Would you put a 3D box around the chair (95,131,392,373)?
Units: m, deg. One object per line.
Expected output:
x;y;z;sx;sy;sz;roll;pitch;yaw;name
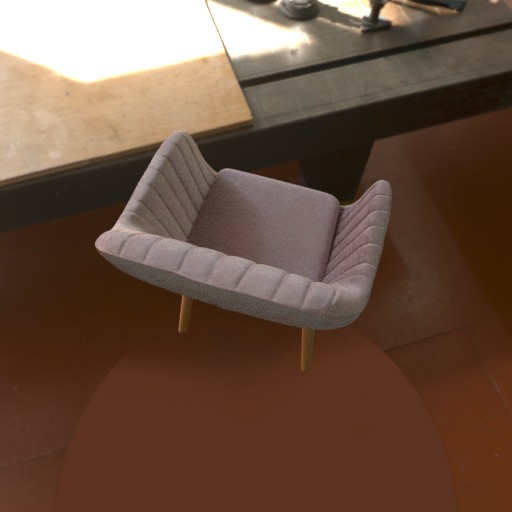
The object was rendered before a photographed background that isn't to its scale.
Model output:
0.000;0.000;1.232;0.610;0.832;0.570;16;64;8;chair
